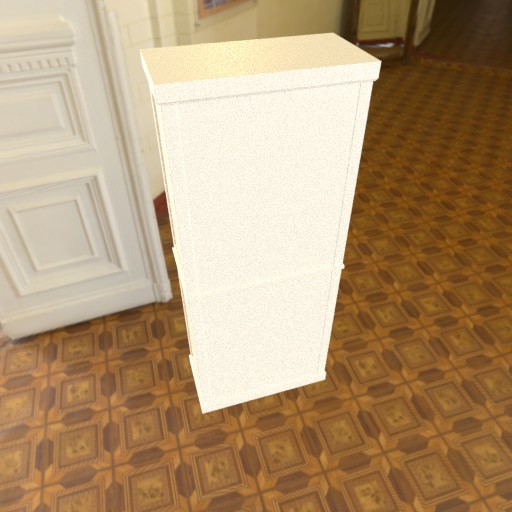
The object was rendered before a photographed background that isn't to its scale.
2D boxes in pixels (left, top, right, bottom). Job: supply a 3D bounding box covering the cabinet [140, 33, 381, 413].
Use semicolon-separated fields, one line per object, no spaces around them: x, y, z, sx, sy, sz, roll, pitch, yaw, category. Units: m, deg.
0.000;0.000;2.125;0.754;1.829;0.390;-11;42;-13;cabinet
